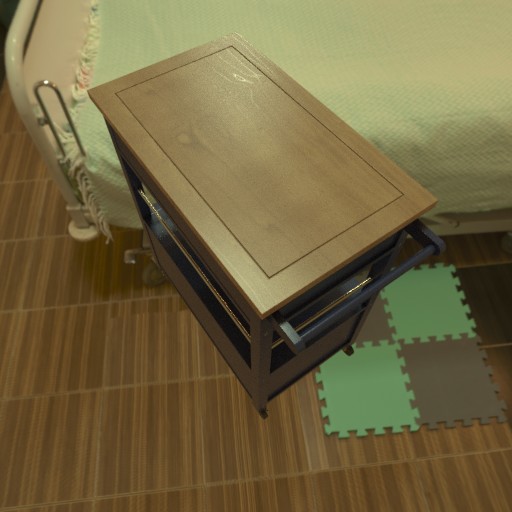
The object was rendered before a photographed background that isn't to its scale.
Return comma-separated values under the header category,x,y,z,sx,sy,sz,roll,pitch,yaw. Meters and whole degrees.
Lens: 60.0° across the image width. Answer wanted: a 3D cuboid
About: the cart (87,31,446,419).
category,x,y,z,sx,sy,sz,roll,pitch,yaw
cart,0.000,0.000,1.389,0.459,0.901,0.840,-31,62,-18
